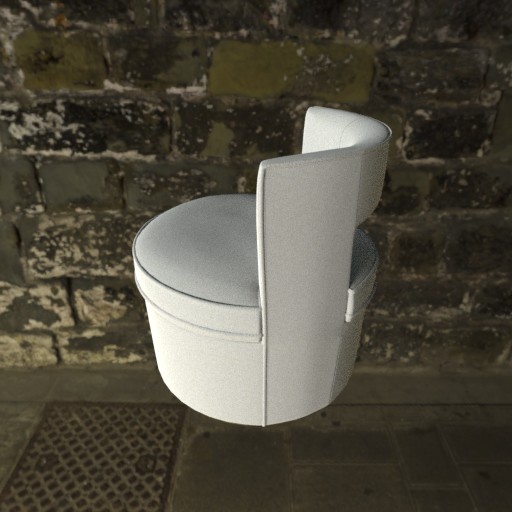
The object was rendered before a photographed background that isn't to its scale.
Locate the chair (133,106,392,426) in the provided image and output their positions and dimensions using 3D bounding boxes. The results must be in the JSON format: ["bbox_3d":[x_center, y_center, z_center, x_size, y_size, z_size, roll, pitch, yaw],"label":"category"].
[{"bbox_3d":[0.000,0.000,1.235,0.665,0.723,0.650,7,29,13],"label":"chair"}]
